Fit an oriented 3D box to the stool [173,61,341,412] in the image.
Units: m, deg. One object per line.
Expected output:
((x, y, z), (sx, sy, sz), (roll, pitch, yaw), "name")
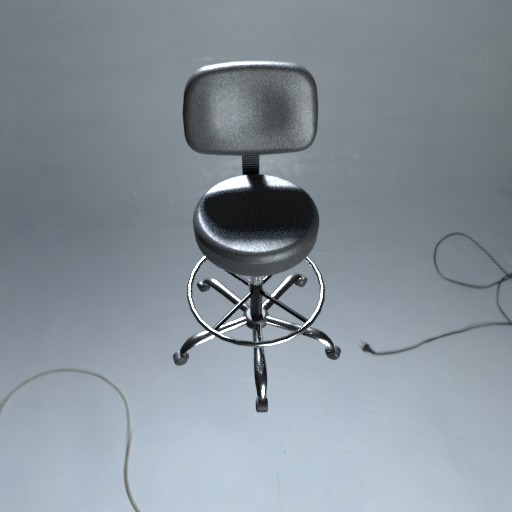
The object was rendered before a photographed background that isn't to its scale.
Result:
((0.000, 0.000, 1.506), (0.694, 1.069, 0.658), (-3, 48, -3), "stool")
